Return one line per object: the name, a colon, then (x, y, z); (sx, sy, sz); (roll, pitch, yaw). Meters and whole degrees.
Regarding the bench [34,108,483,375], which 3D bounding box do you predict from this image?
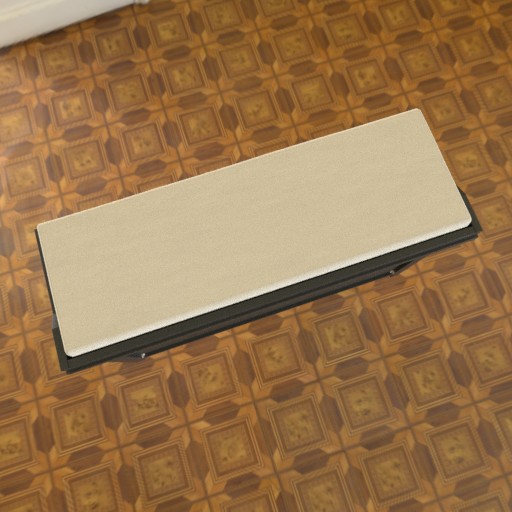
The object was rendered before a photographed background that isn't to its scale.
bench: (0.000, 0.000, 1.241); (0.973, 0.561, 0.345); (-18, 77, -4)
